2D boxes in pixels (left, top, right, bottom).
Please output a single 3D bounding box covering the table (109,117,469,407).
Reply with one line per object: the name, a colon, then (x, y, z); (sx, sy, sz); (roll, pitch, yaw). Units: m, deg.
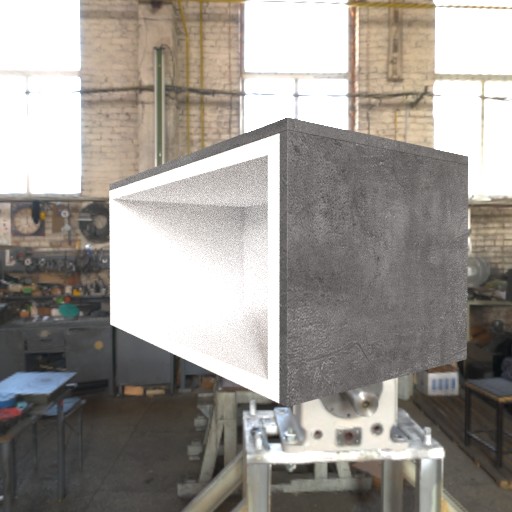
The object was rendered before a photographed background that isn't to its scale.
table: (0.000, 0.000, 0.934); (0.400, 0.350, 0.700); (-1, 1, -35)
